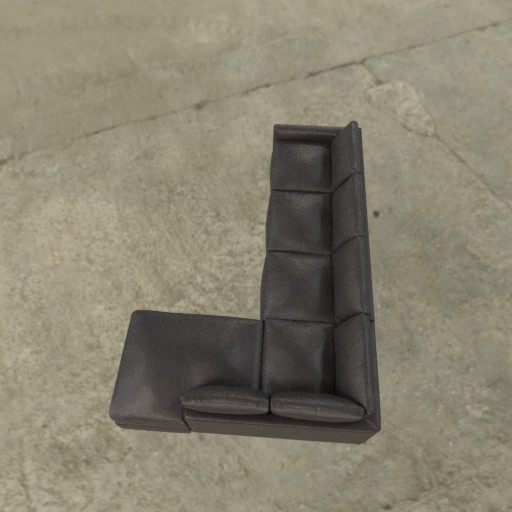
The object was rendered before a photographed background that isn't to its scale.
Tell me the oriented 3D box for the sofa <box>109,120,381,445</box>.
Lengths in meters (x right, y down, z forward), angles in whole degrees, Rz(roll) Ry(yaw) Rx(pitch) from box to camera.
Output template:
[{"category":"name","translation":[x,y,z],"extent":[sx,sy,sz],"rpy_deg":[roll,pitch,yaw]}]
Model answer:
[{"category":"sofa","translation":[0.000,0.000,3.973],"extent":[1.938,0.877,2.984],"rpy_deg":[4,59,2]}]
